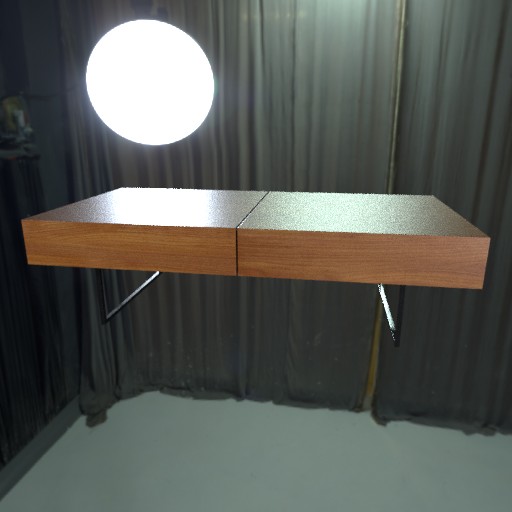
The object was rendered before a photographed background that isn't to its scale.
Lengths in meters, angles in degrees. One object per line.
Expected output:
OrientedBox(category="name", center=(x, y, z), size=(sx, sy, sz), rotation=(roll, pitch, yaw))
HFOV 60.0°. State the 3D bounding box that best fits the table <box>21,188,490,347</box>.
OrientedBox(category="table", center=(0.000, 0.000, 1.449), size=(1.194, 0.330, 0.610), rotation=(3, 17, 9))
